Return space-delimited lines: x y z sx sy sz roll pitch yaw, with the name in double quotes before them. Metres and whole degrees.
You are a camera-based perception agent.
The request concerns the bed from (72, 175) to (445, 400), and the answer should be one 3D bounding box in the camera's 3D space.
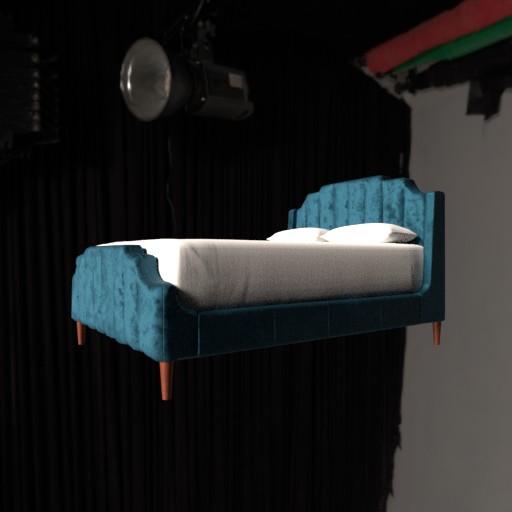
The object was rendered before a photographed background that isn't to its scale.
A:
"bed" 0.000 0.000 3.343 2.322 1.338 1.678 0 0 -35
